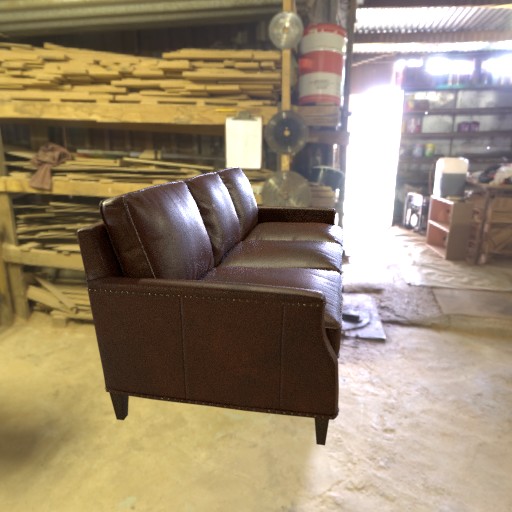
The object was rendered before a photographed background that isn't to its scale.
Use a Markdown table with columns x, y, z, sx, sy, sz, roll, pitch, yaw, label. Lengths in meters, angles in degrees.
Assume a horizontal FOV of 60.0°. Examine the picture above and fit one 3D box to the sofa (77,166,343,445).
| x | y | z | sx | sy | sz | roll | pitch | yaw | label |
| --- | --- | --- | --- | --- | --- | --- | --- | --- | --- |
| 0.000 | 0.000 | 2.789 | 1.084 | 1.003 | 2.240 | 3 | 15 | 11 | sofa |
